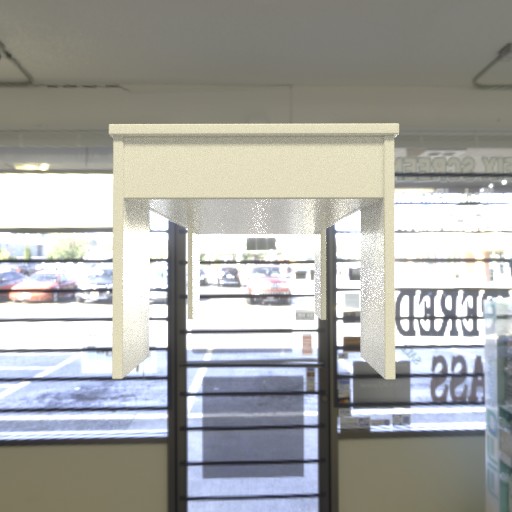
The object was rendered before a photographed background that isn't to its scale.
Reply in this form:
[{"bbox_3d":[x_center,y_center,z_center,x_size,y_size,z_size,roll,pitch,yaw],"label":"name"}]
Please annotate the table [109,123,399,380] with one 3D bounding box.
[{"bbox_3d":[0.000,0.000,1.258,0.500,0.440,1.000,0,-1,0],"label":"table"}]
